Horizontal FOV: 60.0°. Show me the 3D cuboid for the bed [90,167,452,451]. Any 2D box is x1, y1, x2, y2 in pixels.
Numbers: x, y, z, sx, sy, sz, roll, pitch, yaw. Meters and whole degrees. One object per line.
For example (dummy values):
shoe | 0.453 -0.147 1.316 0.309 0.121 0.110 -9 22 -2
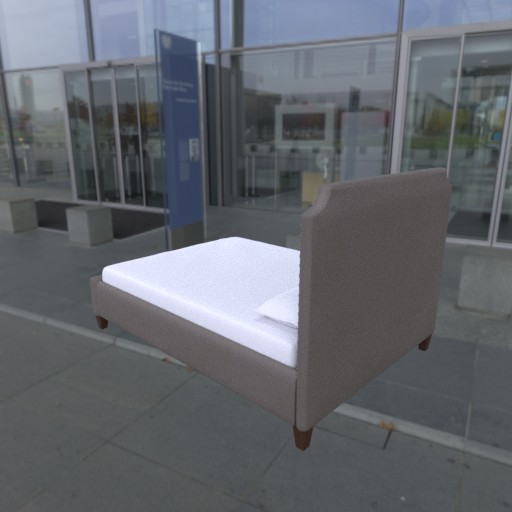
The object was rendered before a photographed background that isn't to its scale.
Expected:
bed | 0.000 0.000 3.540 2.372 1.443 1.712 15 21 42
